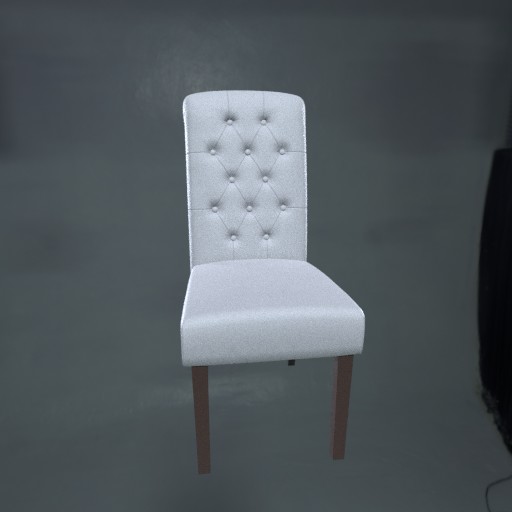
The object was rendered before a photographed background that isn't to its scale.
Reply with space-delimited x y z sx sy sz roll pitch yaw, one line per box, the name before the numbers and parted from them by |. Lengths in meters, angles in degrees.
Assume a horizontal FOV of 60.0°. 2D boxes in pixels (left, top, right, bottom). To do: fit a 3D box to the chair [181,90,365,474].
chair | 0.000 0.000 1.370 0.456 1.006 0.671 -2 16 -8
